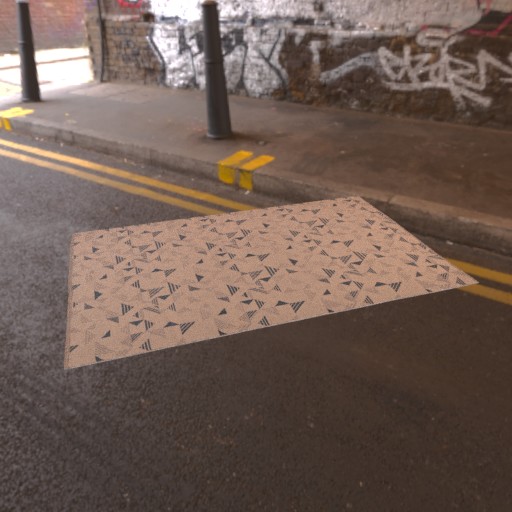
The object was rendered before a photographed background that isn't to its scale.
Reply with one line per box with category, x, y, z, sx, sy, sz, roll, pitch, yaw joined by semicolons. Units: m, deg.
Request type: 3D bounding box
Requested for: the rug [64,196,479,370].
rug;0.000;0.000;3.072;2.457;0.009;1.512;-9;31;-16
